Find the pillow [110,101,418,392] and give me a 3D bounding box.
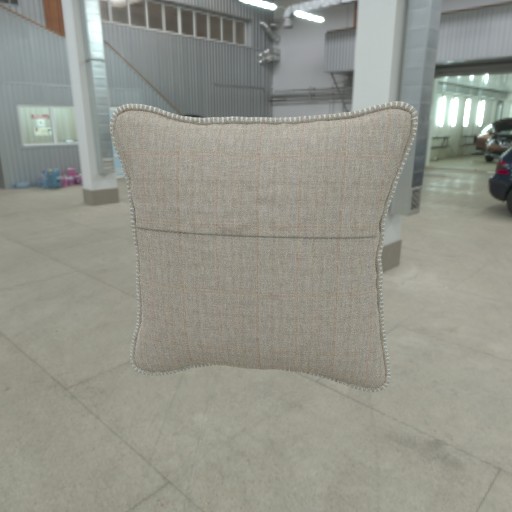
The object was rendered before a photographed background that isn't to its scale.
[{"bbox_3d":[0.000,0.000,0.754,0.485,0.494,0.124,2,17,8],"label":"pillow"}]
